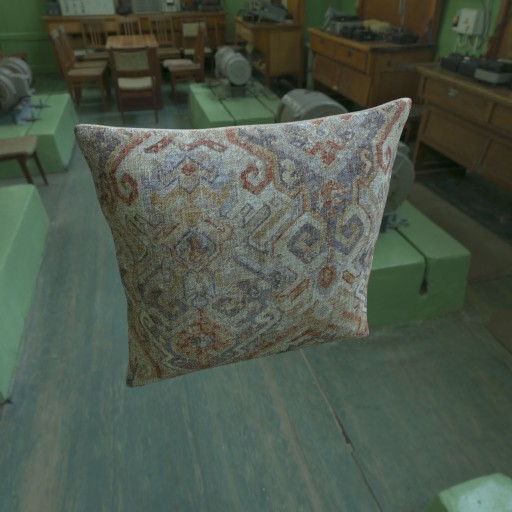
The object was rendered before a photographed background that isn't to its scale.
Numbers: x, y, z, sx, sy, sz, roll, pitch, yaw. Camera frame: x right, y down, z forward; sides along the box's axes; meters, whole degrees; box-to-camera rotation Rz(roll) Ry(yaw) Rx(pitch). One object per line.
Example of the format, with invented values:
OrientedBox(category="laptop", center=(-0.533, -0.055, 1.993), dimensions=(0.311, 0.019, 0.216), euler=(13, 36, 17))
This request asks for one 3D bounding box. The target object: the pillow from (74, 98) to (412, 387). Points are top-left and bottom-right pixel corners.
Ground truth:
OrientedBox(category="pillow", center=(0.000, 0.000, 0.785), dimensions=(0.523, 0.506, 0.166), euler=(-9, 34, -14))
